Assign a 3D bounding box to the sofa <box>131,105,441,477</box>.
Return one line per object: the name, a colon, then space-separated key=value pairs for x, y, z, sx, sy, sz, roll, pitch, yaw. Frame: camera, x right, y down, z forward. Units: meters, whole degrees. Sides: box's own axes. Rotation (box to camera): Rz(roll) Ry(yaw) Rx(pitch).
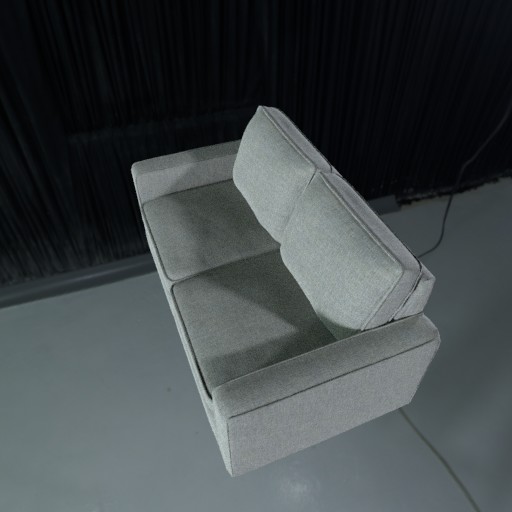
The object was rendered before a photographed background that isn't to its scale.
sofa: x=0.000 y=0.000 z=2.274 sx=0.945 sy=0.915 sz=1.706 roll=-16 pitch=48 yaw=-15
